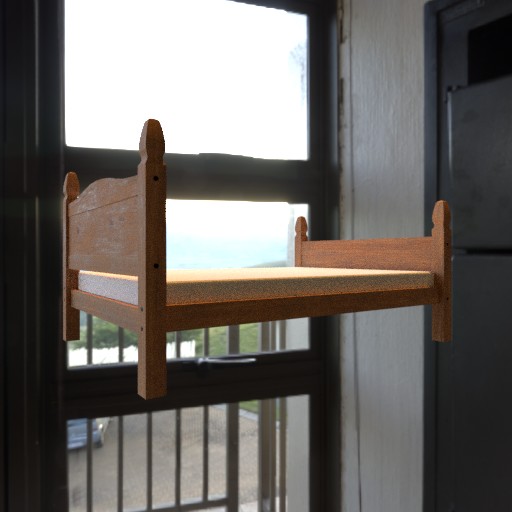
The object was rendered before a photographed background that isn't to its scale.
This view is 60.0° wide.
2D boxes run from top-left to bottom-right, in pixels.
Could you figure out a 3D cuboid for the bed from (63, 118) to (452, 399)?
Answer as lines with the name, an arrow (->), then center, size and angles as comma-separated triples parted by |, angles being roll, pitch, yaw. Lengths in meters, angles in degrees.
bed -> 0.000, 0.000, 2.901 | 2.069, 1.100, 1.490 | 0, 0, -35
